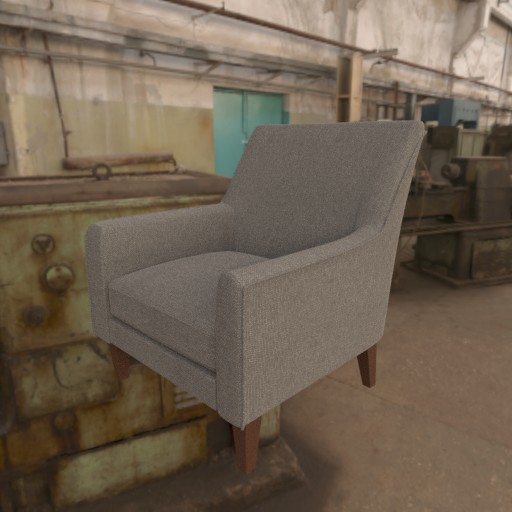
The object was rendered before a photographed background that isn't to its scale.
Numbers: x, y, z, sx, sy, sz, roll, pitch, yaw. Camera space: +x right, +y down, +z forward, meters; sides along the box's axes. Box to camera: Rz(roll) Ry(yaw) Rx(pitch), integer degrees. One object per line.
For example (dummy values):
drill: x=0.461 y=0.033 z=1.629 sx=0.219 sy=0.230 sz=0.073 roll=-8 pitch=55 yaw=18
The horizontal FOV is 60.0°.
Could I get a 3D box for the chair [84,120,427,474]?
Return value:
chair: x=0.000 y=0.000 z=1.566 sx=0.780 sy=0.919 sz=0.899 roll=15 pitch=21 yaw=43
